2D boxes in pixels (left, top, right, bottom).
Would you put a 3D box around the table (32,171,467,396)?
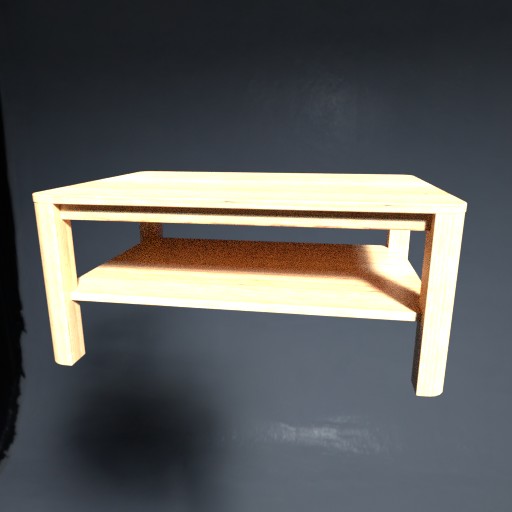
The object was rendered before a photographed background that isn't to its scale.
[{"bbox_3d":[0.000,0.000,1.361,0.997,0.445,0.696,2,16,9],"label":"table"}]
